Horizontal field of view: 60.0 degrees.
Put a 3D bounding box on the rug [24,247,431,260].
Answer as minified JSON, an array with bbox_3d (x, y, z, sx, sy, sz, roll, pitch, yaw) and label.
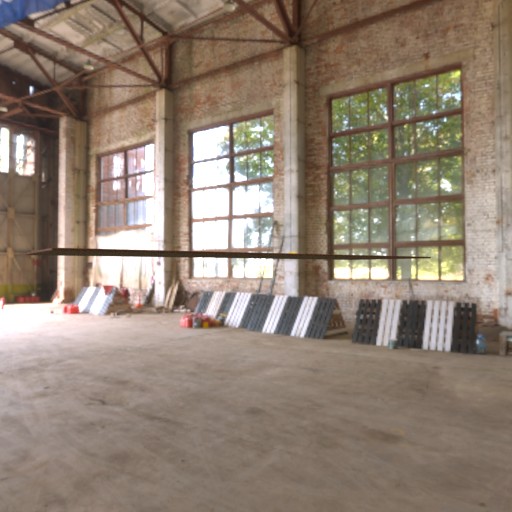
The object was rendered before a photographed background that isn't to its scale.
[{"bbox_3d":[0.000,0.000,2.708,2.448,0.012,0.769,1,-2,-35],"label":"rug"}]
